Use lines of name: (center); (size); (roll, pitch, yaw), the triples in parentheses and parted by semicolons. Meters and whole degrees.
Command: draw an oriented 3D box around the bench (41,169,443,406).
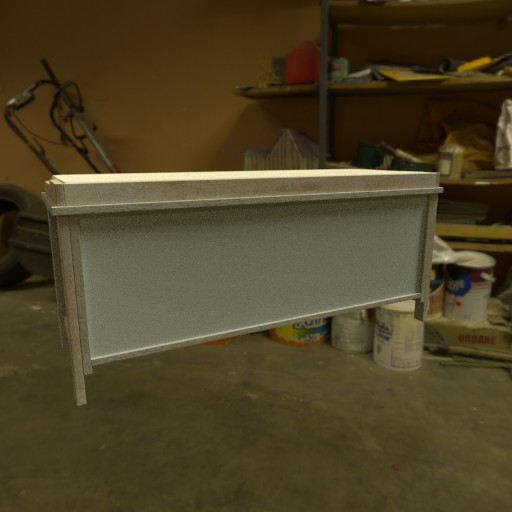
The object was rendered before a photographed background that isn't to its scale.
bench: (0.000, 0.000, 1.367); (1.140, 0.501, 0.398); (-7, 15, -27)
